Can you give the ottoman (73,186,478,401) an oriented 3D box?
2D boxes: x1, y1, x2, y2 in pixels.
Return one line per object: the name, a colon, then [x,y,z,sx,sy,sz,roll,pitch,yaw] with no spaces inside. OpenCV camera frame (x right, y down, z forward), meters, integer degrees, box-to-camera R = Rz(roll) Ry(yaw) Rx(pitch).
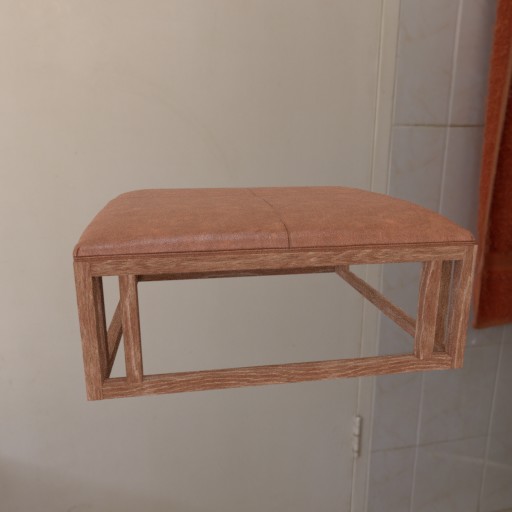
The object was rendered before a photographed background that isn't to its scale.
ottoman: [0.000,0.000,1.594,1.016,0.442,1.013,-2,14,-9]
